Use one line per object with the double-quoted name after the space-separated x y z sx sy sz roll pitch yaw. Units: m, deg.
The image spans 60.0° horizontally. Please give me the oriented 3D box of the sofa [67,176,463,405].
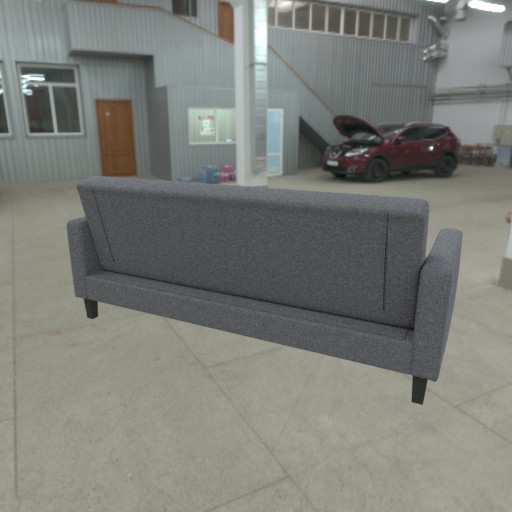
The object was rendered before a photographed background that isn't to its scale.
0.000 0.000 2.455 2.040 0.850 0.810 8 19 26 "sofa"
